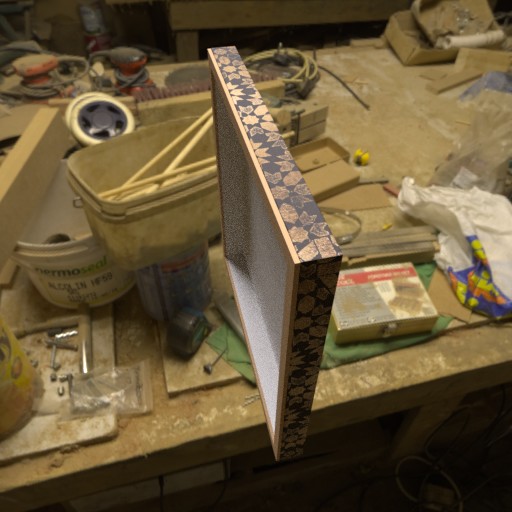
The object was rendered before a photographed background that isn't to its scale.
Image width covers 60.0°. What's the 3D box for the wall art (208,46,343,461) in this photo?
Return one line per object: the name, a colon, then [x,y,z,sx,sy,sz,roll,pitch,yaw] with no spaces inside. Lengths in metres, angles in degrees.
wall art: [0.000,0.000,0.609,0.038,0.405,0.405,-10,47,-9]
